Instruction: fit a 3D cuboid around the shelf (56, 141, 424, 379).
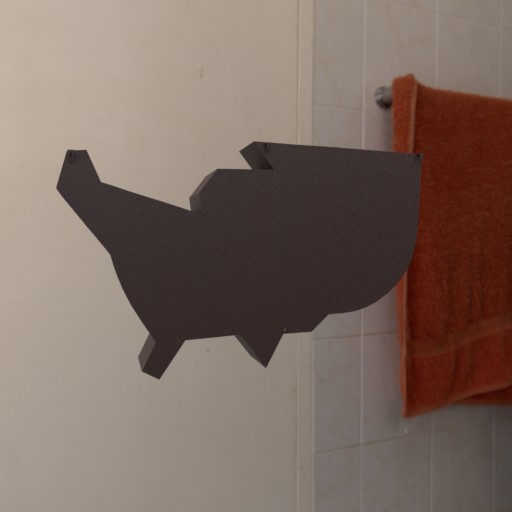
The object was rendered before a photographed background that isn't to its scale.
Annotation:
[{"bbox_3d":[0.000,0.000,0.897,0.729,0.439,0.112,-1,2,-19],"label":"shelf"}]
